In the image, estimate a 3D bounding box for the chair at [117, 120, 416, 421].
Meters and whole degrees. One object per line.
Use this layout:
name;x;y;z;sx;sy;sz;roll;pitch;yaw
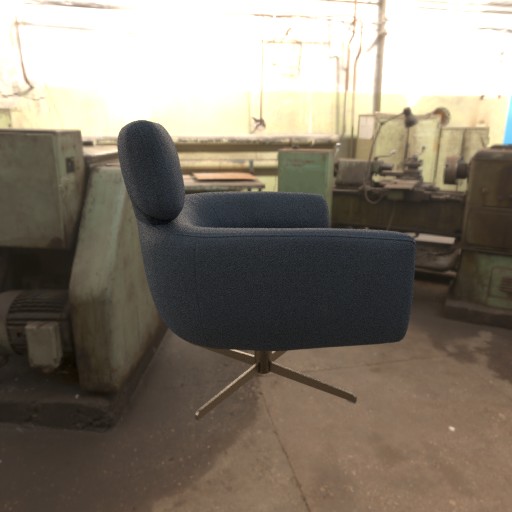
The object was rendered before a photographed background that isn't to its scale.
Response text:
chair;0.000;0.000;1.395;0.761;0.813;0.738;-3;16;-10
